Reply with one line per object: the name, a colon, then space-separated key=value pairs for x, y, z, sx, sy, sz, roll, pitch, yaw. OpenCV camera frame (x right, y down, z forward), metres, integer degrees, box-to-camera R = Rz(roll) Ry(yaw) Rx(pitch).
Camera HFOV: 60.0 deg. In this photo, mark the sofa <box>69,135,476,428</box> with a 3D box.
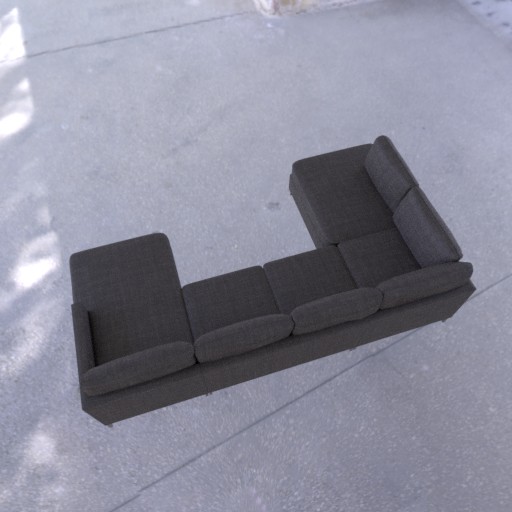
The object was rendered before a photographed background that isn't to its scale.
sofa: x=0.000 y=0.000 z=4.246 sx=3.423 sy=0.999 sz=2.048 roll=-15 pitch=60 yaw=-9
